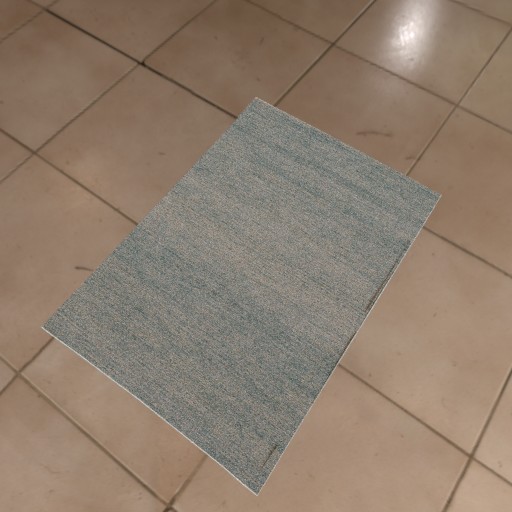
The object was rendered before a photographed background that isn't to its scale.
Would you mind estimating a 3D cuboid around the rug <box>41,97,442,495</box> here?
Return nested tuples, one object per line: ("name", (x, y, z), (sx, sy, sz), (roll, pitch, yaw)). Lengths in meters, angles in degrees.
("rug", (0.000, 0.000, 2.927), (1.613, 0.030, 2.306), (32, 69, 14))
